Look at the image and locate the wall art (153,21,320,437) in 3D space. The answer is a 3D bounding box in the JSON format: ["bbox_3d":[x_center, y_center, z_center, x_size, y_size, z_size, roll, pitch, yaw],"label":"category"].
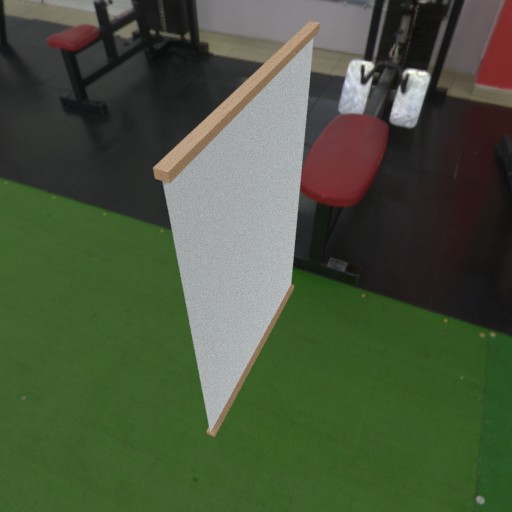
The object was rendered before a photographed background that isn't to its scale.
[{"bbox_3d":[0.000,0.000,0.622,0.013,0.510,0.335,19,50,17],"label":"wall art"}]
